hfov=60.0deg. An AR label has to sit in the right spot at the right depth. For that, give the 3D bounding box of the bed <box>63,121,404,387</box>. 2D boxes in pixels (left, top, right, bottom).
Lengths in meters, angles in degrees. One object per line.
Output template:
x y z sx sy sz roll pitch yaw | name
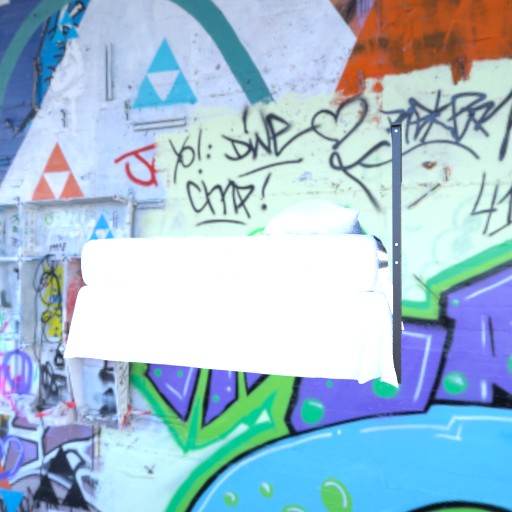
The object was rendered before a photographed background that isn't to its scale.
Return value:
0.000 0.000 3.233 2.050 1.270 1.870 0 -1 18 | bed
